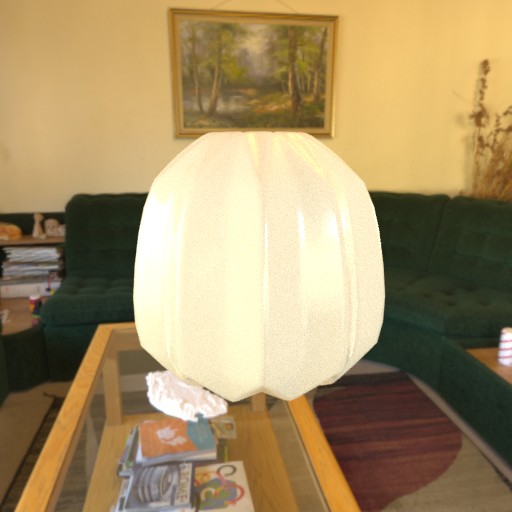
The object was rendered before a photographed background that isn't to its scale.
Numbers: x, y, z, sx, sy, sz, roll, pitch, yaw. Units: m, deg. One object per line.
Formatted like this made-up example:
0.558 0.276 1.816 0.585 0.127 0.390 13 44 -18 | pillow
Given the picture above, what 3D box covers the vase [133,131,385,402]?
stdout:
0.000 0.000 0.249 0.139 0.134 0.139 0 15 0 | vase
